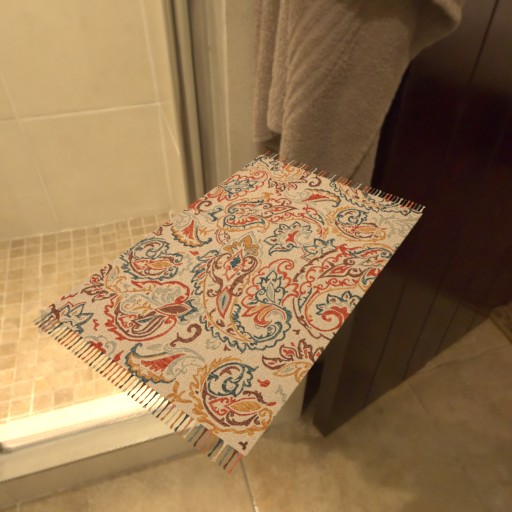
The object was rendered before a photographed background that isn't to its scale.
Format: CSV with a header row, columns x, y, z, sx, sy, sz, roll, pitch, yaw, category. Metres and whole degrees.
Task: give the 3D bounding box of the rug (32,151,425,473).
x,y,z,sx,sy,sz,roll,pitch,yaw,category
0.000,0.000,2.442,1.218,0.010,1.997,26,48,25,rug
